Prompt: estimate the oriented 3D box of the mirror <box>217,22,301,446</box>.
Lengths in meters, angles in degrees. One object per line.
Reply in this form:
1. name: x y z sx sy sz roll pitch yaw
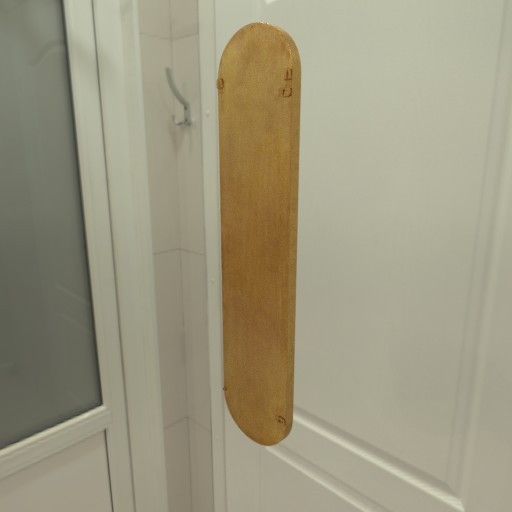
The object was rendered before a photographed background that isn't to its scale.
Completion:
1. mirror: 0.000 0.000 1.040 0.222 0.991 0.032 14 20 43
